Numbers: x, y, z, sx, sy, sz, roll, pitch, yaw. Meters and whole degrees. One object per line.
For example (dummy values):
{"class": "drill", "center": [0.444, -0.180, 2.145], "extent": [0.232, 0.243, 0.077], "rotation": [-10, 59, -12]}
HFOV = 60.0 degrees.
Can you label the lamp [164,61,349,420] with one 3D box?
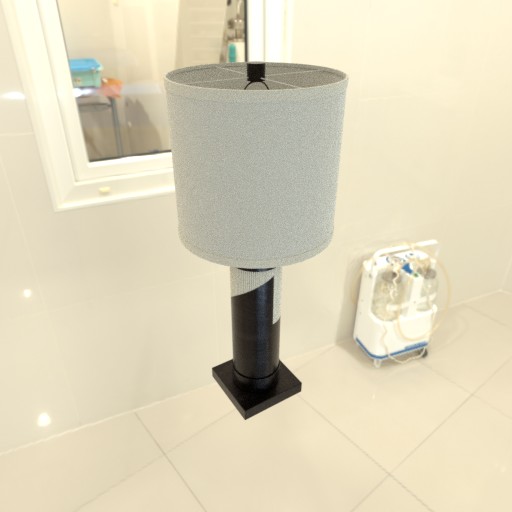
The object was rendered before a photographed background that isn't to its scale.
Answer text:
{"class": "lamp", "center": [0.000, 0.000, 0.632], "extent": [0.211, 0.509, 0.211], "rotation": [-18, 35, -27]}
